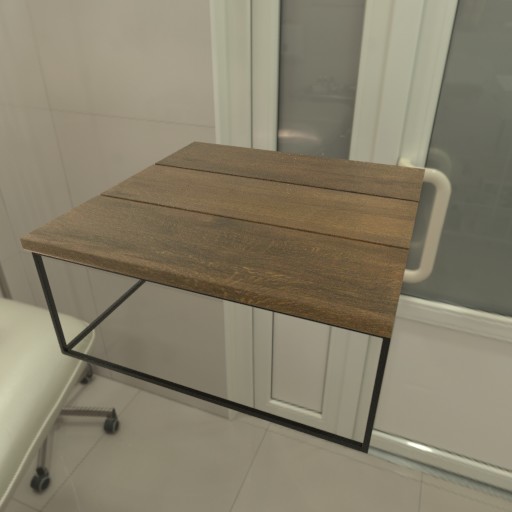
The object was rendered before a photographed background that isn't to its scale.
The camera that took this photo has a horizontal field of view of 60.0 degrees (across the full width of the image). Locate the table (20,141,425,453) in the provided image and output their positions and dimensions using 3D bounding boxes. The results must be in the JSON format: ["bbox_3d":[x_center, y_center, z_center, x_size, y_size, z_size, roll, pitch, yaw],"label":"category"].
[{"bbox_3d":[0.000,0.000,1.415,0.900,0.400,0.900,11,32,19],"label":"table"}]
